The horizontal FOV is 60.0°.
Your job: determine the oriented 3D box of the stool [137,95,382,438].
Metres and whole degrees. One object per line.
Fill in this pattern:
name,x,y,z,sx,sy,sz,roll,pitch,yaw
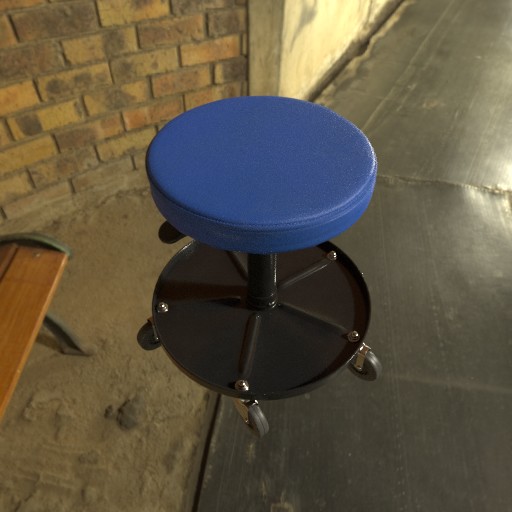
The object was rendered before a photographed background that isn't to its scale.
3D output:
stool,0.000,0.000,0.649,0.382,0.365,0.381,-23,50,-21
